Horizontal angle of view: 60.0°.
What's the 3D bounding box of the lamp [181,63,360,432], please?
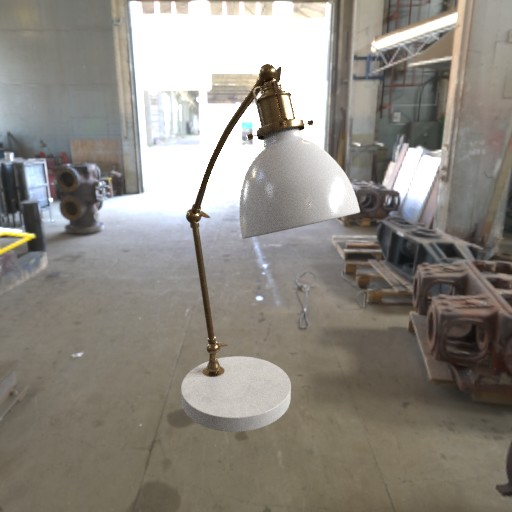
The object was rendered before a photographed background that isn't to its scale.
[{"bbox_3d":[0.000,0.000,0.657,0.317,0.522,0.186,15,22,42],"label":"lamp"}]
